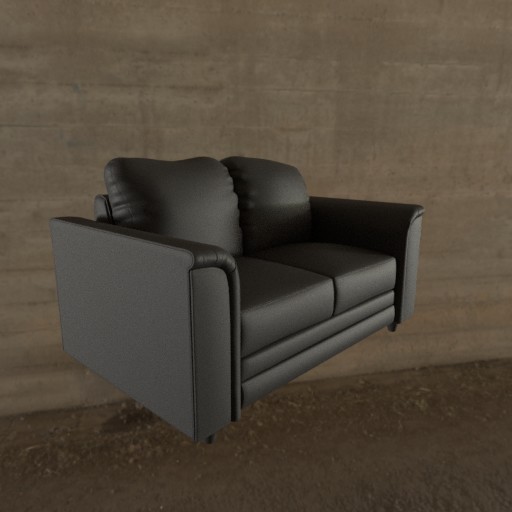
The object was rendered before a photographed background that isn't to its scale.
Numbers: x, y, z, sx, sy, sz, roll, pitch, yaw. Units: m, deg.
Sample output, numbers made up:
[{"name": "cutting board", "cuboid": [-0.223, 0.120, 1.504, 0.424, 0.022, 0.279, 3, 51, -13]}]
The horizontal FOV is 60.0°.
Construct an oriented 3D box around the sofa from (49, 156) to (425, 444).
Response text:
[{"name": "sofa", "cuboid": [0.000, 0.000, 1.928, 0.887, 0.845, 1.386, 12, 18, 42]}]
